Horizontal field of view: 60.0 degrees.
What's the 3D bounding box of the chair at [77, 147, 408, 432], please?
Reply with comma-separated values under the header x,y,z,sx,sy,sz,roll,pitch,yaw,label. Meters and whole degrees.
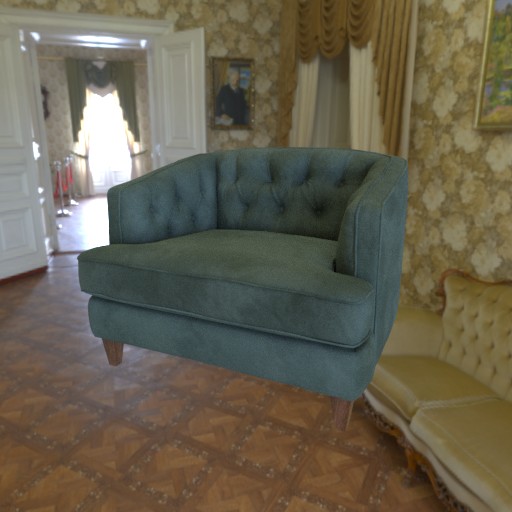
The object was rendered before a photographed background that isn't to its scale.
x,y,z,sx,sy,sz,roll,pitch,yaw,label
0.000,0.000,1.813,1.104,0.852,0.941,7,16,25,chair
